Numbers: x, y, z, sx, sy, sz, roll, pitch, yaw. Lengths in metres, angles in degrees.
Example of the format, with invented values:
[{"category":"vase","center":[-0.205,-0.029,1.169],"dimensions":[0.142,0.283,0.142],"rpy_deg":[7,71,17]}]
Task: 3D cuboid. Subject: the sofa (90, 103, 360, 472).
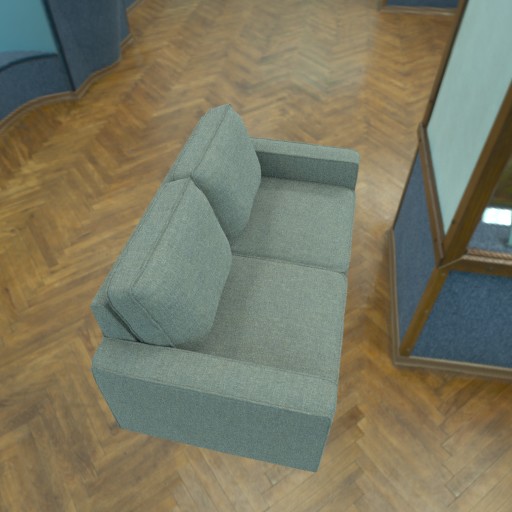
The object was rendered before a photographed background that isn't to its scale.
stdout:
[{"category":"sofa","center":[0.000,0.000,2.252],"dimensions":[0.945,0.915,1.706],"rpy_deg":[9,47,8]}]
